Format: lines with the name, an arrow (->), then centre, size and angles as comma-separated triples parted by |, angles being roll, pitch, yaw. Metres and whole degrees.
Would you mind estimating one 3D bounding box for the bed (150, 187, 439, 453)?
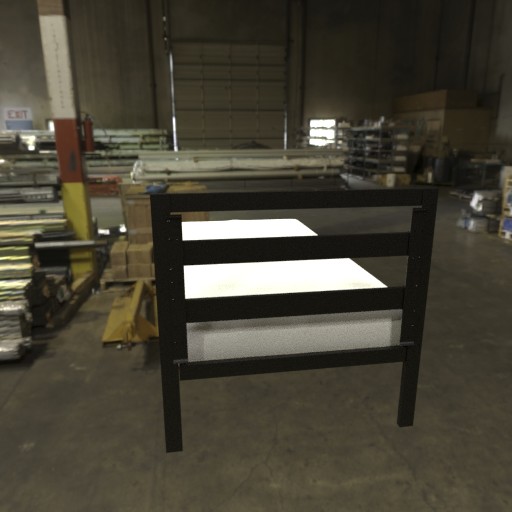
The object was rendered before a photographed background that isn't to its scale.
bed -> 0.000, 0.000, 2.513 | 0.991, 0.967, 1.930 | -2, 16, -9
